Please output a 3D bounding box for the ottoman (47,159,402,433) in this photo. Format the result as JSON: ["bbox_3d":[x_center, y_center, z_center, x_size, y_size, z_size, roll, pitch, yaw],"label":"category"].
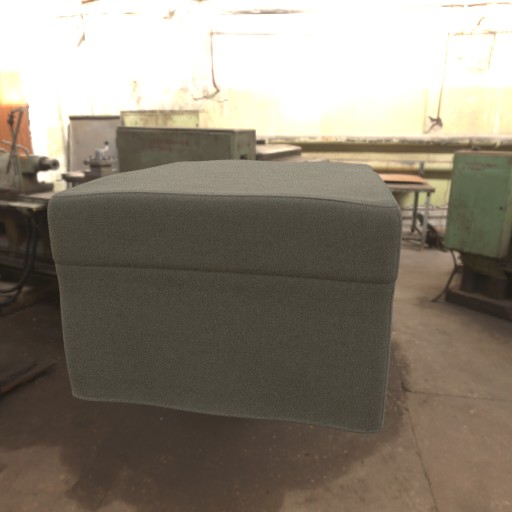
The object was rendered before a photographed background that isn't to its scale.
[{"bbox_3d":[0.000,0.000,1.194,0.648,0.461,0.833,3,17,10],"label":"ottoman"}]
